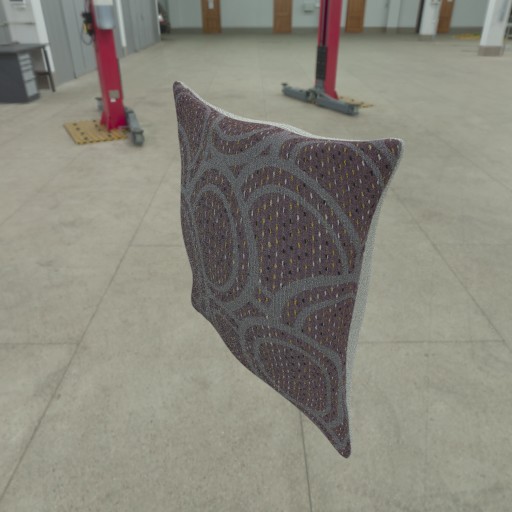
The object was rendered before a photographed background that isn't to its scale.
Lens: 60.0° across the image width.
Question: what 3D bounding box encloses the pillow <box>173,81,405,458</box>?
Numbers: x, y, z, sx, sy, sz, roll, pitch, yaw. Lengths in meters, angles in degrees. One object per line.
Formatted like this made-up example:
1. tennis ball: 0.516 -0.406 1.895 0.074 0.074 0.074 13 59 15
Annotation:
1. pillow: 0.000 0.000 0.764 0.163 0.513 0.514 -20 35 -30
